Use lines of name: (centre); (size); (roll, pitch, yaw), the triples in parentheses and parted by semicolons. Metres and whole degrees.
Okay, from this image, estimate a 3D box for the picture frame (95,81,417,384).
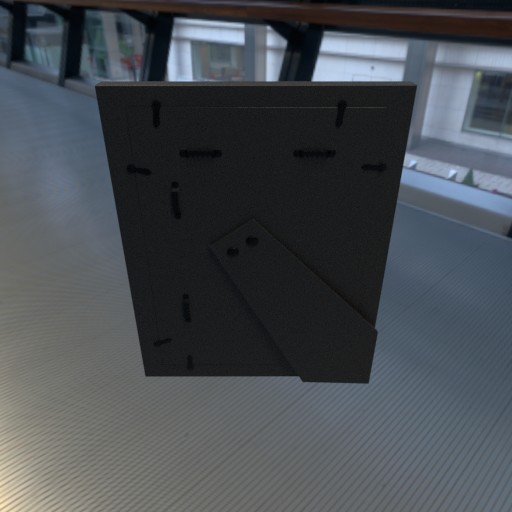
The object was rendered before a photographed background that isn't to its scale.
picture frame: (0.000, 0.000, 0.522); (0.307, 0.383, 0.036); (0, 30, 0)
